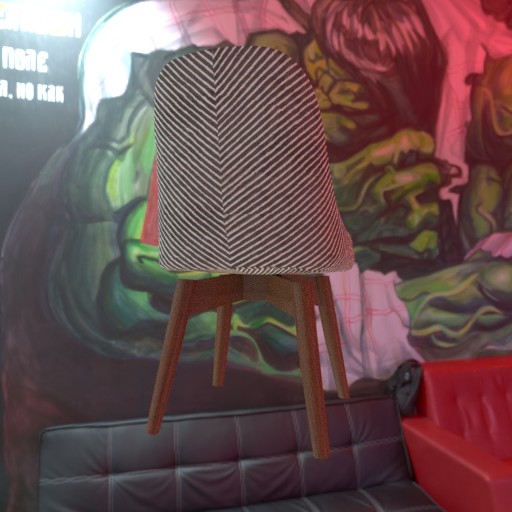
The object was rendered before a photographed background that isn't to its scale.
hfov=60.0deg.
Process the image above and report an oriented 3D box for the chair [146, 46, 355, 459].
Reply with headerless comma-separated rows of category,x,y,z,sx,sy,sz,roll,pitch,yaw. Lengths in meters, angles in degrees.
chair,0.000,0.000,1.215,0.504,0.883,0.591,0,0,18
